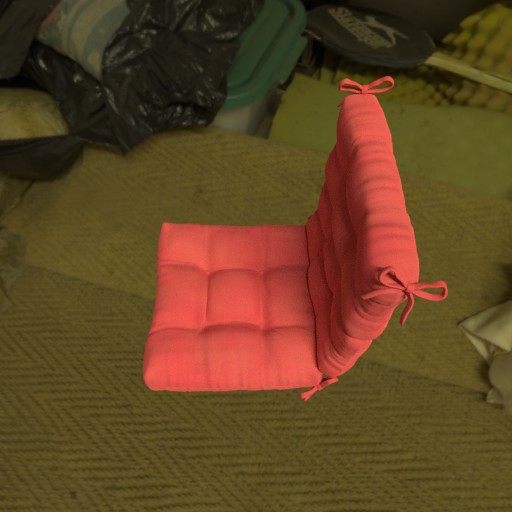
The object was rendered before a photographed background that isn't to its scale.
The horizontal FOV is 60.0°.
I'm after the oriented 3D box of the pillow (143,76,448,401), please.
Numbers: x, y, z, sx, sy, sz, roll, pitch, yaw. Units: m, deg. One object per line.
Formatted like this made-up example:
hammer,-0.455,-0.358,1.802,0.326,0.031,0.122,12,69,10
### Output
pillow,0.000,0.000,1.014,0.571,0.605,0.519,-1,59,0
